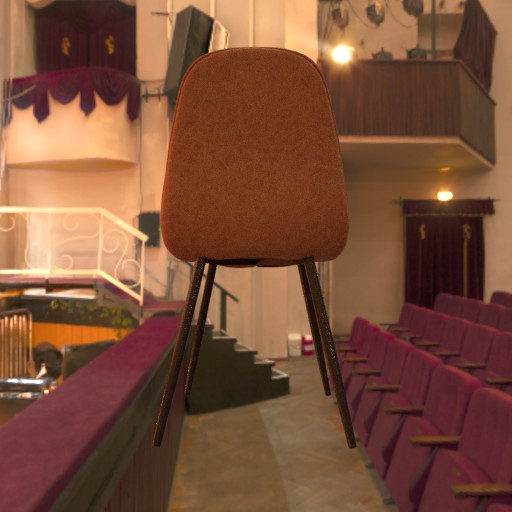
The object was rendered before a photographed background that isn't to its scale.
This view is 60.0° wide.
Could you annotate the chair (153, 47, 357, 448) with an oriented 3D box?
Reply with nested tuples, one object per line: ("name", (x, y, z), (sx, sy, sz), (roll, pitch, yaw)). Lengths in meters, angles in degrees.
("chair", (0.000, 0.000, 1.215), (0.472, 0.889, 0.561), (0, -1, 1))
